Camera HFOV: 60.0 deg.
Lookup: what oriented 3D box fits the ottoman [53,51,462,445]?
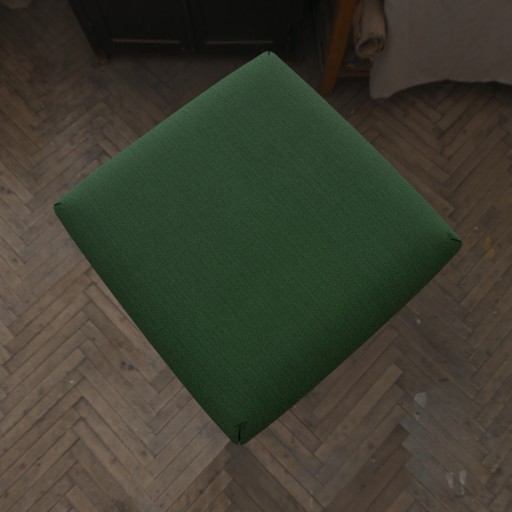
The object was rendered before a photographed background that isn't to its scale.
[{"bbox_3d":[0.000,0.000,0.911,0.497,0.475,0.507,-39,78,-10],"label":"ottoman"}]
